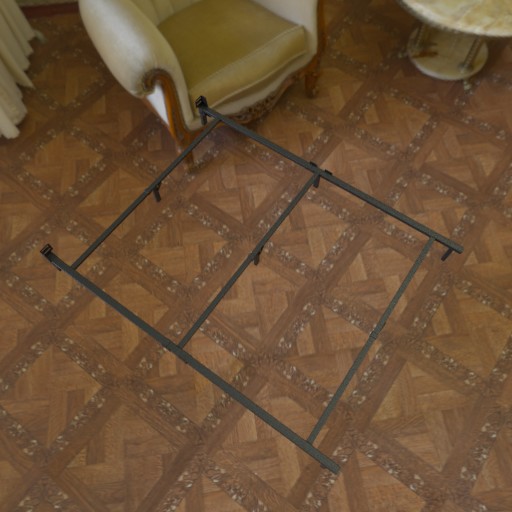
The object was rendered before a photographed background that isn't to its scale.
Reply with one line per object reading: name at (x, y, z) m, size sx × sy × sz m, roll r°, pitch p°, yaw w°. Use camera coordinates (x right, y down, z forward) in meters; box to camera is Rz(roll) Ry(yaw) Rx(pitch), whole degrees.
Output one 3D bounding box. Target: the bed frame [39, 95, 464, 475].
bed frame at (0.000, 0.000, 2.667) m, size 1.990 × 0.248 × 1.498 m, roll 32°, pitch 68°, yaw 15°
